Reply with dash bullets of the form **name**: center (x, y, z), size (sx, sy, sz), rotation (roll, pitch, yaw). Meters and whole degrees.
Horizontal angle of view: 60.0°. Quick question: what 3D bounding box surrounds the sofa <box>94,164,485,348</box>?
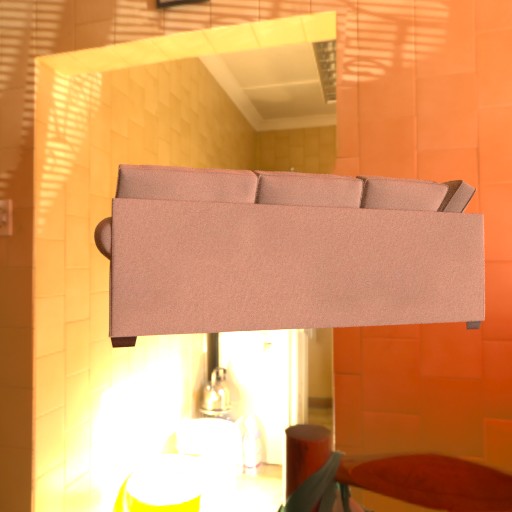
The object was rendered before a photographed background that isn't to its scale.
- **sofa**: center (0.000, 0.000, 3.882), size (2.562, 1.053, 2.487), rotation (0, -1, -17)
